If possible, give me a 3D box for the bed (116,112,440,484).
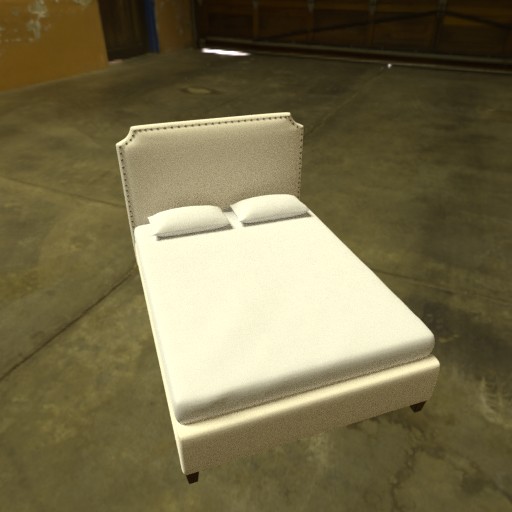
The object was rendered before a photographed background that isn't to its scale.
[{"bbox_3d":[0.000,0.000,3.369,1.712,1.497,2.372,-10,34,-16],"label":"bed"}]
